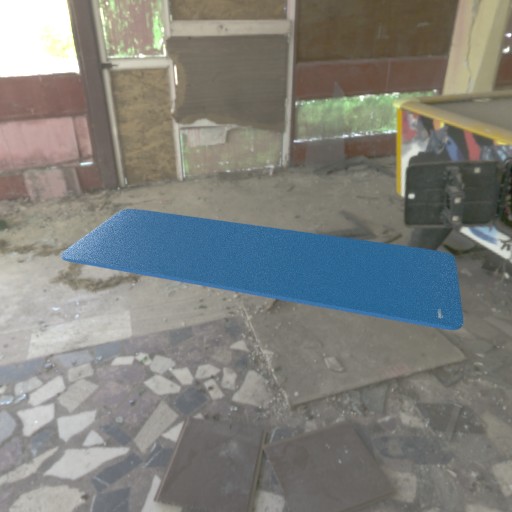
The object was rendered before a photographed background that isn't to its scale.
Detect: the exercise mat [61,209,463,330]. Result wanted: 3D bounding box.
[{"bbox_3d":[0.000,0.000,2.182,1.869,0.021,0.616,9,31,15],"label":"exercise mat"}]
